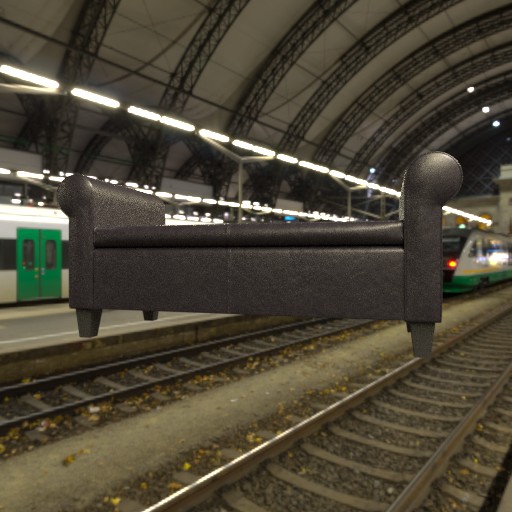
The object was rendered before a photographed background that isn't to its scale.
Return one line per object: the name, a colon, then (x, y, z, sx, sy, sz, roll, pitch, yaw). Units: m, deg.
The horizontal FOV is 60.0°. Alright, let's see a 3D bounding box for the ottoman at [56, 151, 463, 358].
ottoman: (0.000, 0.000, 1.554, 1.256, 0.547, 0.521, 0, 0, 16)
